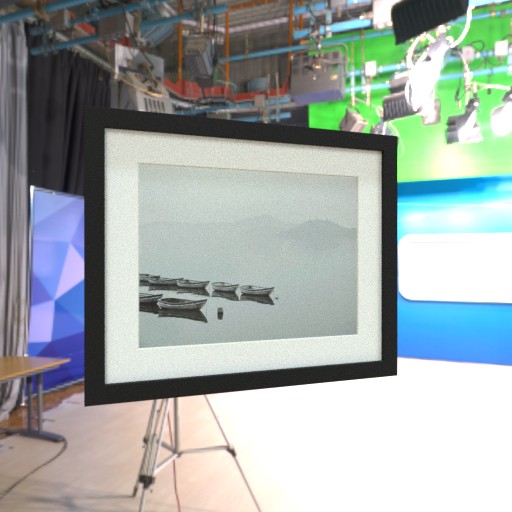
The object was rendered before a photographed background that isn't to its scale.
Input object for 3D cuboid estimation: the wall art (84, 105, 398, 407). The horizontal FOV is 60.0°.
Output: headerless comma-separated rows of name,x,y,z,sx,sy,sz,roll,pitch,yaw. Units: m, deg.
wall art,0.000,0.000,0.768,0.554,0.454,0.030,0,0,-18
